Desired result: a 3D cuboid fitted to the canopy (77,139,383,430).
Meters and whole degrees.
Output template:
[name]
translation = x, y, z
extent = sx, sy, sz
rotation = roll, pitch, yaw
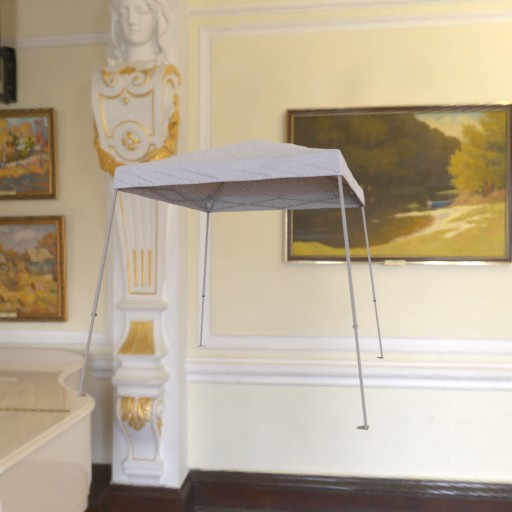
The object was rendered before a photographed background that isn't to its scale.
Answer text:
[canopy]
translation = 0.000, 0.000, 6.799
extent = 3.600, 3.600, 3.599
rotation = 0, -1, 18
